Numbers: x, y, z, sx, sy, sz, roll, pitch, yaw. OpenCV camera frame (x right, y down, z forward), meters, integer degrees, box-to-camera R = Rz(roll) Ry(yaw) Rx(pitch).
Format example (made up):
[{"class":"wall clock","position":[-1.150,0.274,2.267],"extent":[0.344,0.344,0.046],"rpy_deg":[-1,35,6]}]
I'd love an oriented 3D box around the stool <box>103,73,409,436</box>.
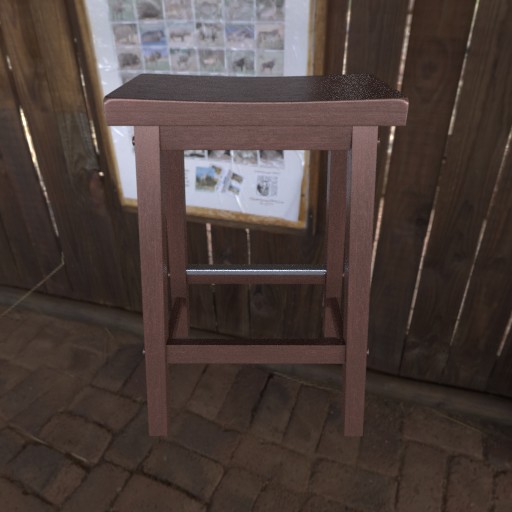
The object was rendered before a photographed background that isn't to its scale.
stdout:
[{"class":"stool","position":[0.000,0.000,0.831],"extent":[0.406,0.610,0.322],"rpy_deg":[0,30,0]}]
